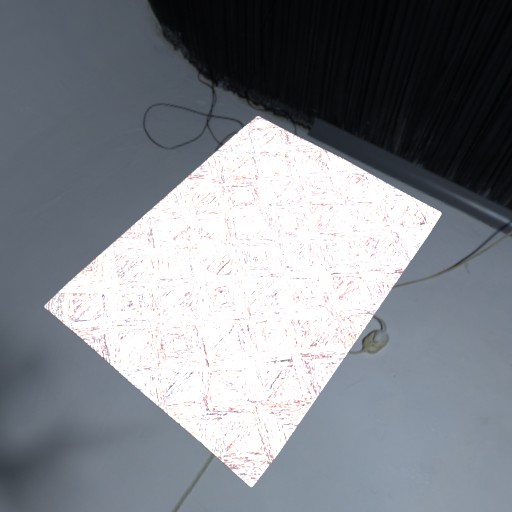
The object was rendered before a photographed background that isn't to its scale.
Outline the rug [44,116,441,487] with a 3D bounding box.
[{"bbox_3d":[0.000,0.000,4.320,2.436,0.024,3.226,33,64,19],"label":"rug"}]
